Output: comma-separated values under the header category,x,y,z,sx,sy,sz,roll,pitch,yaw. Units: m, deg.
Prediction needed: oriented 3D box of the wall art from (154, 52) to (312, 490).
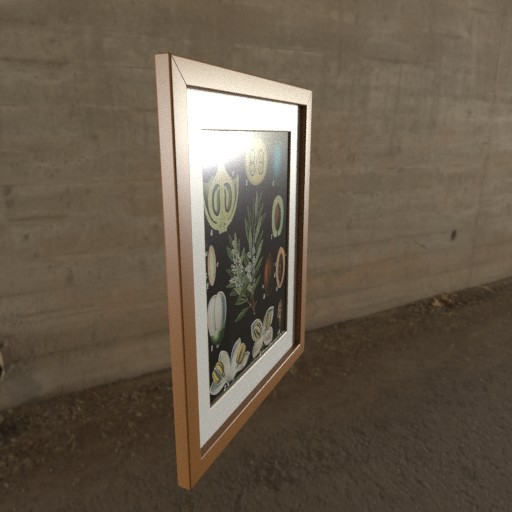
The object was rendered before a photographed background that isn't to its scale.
category,x,y,z,sx,sy,sz,roll,pitch,yaw
wall art,0.000,0.000,0.729,0.021,0.550,0.449,7,17,25
